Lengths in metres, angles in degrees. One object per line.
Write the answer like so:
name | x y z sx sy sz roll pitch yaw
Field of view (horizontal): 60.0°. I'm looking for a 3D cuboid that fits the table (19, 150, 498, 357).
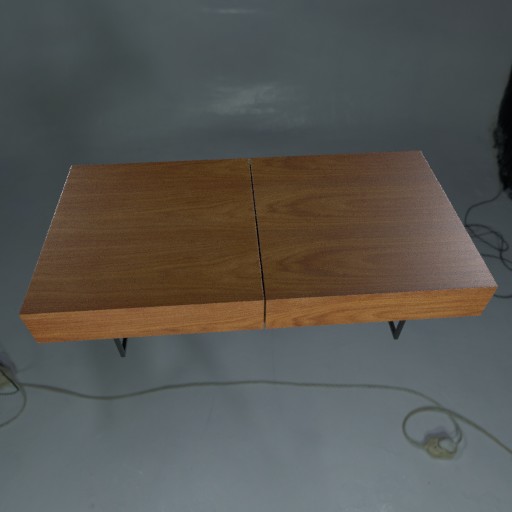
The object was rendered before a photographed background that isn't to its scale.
table | 0.000 0.000 1.427 1.194 0.330 0.610 -3 47 -3
